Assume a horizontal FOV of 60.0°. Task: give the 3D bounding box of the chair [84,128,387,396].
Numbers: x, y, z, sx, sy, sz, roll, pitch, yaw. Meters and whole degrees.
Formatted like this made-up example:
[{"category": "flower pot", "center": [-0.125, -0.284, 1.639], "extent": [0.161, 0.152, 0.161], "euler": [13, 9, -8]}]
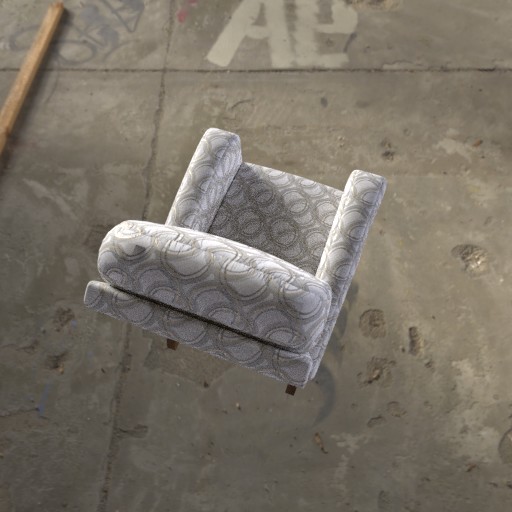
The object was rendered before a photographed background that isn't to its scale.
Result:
[{"category": "chair", "center": [0.000, 0.000, 1.734], "extent": [0.796, 1.065, 0.995], "euler": [19, 65, 9]}]
